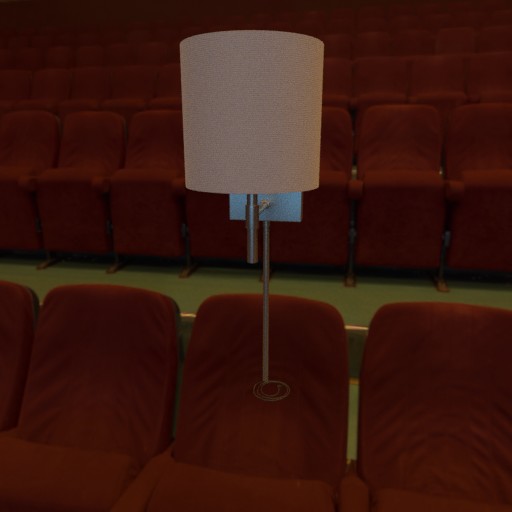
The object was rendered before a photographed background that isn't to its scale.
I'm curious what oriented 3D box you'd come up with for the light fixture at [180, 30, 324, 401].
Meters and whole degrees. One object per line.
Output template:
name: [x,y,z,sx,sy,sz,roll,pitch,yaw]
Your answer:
light fixture: [0.000,0.000,0.691,0.188,0.589,0.248,3,16,10]
